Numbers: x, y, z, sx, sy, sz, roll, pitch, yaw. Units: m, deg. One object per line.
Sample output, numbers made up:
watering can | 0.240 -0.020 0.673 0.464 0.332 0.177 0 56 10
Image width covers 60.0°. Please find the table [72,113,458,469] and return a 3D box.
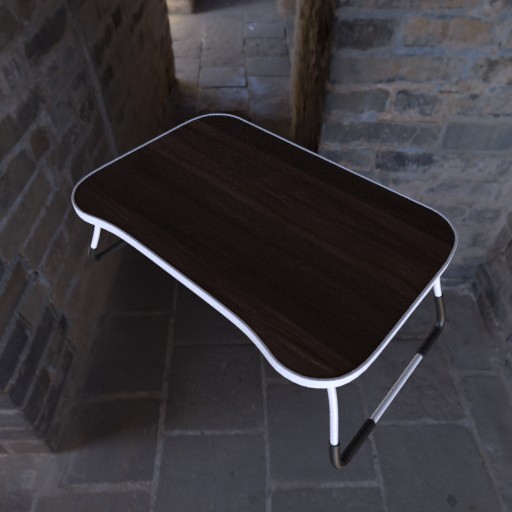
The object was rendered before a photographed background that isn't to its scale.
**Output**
table | 0.000 0.000 0.831 0.660 0.232 0.400 33 55 27
